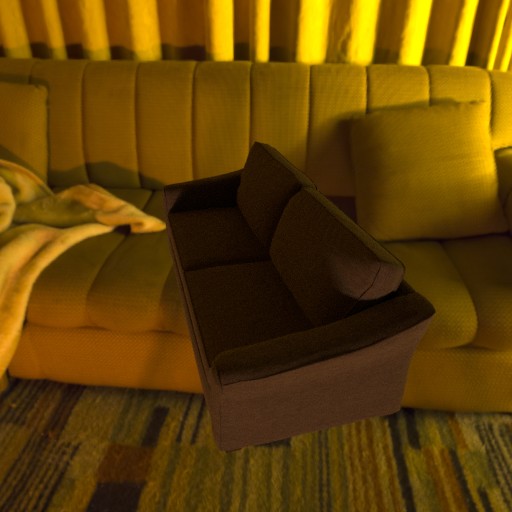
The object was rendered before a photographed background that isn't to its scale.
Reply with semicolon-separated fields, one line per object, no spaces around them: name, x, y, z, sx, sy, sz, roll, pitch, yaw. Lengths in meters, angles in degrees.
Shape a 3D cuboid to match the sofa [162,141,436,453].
sofa;0.000;0.000;2.818;0.971;0.950;2.270;-8;31;-14
